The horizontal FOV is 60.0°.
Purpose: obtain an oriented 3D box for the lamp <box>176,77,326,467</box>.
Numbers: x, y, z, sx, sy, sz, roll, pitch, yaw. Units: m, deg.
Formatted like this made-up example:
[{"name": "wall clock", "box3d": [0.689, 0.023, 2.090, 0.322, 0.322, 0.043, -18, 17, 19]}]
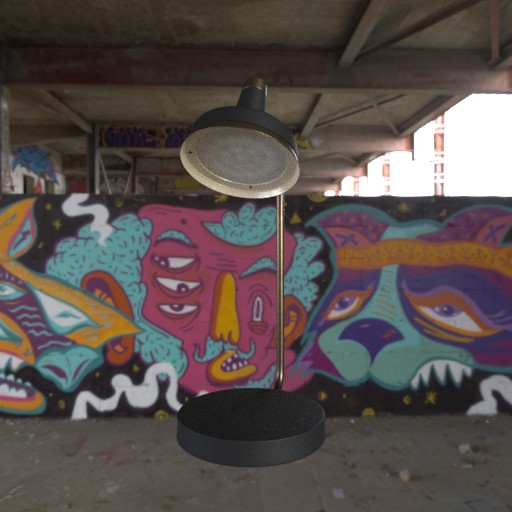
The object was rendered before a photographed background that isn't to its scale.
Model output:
[{"name": "lamp", "box3d": [0.000, 0.000, 0.499, 0.162, 0.385, 0.218, 0, 1, 18]}]
